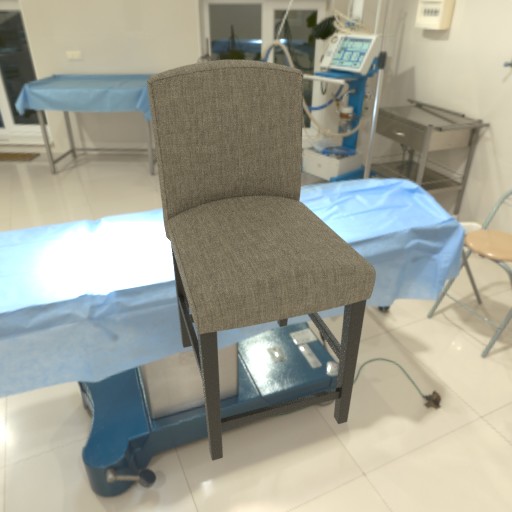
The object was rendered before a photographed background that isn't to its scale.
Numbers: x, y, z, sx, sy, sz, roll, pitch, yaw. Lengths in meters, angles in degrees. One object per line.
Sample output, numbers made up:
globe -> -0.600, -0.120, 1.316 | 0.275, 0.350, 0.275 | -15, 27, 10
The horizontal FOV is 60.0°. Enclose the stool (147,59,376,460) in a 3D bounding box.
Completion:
stool -> 0.000, 0.000, 1.252 | 0.451, 0.966, 0.552 | -9, 32, -16
